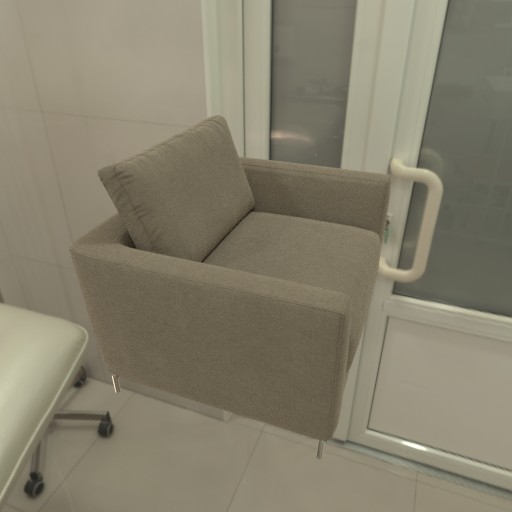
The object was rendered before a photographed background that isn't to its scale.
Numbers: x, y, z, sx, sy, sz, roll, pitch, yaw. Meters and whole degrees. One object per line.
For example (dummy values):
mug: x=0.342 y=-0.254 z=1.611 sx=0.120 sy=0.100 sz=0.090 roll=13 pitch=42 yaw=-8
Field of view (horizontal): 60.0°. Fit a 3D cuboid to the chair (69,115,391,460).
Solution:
chair: x=0.000 y=0.000 z=1.693 sx=0.889 sy=0.864 sz=1.041 roll=11 pitch=32 yaw=18
